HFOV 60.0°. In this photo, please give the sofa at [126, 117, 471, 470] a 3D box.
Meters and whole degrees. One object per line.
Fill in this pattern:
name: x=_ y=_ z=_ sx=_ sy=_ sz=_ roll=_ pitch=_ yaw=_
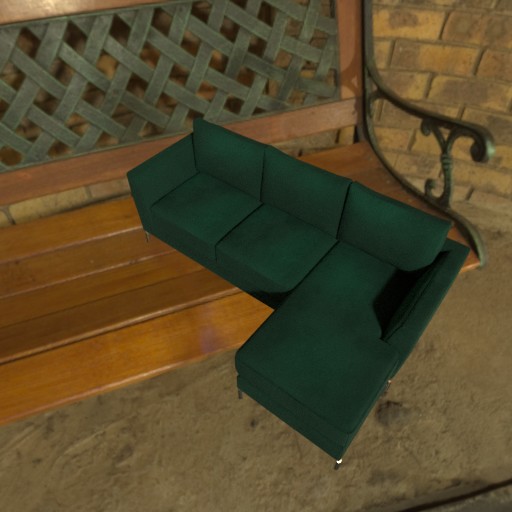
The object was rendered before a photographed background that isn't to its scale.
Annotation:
sofa: x=0.000 y=0.000 z=3.184 sx=2.441 sy=1.007 sz=1.489 roll=29 pitch=53 yaw=25
